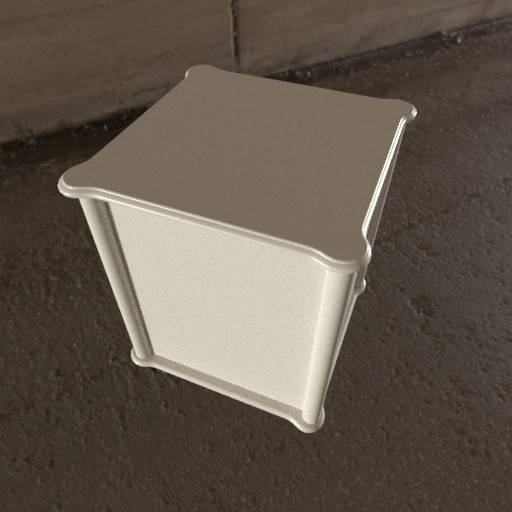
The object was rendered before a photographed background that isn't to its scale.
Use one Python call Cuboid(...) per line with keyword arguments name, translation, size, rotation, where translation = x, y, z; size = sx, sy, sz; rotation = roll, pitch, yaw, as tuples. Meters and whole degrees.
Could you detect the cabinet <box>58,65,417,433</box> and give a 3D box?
Cuboid(name="cabinet", translation=(0.000, 0.000, 1.255), size=(0.627, 0.761, 0.628), rotation=(16, 48, 15))
